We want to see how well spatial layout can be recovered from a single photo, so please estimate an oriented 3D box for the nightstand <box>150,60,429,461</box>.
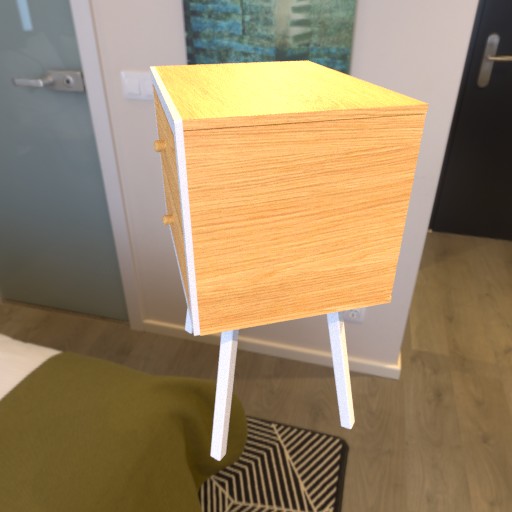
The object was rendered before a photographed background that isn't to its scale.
[{"bbox_3d":[0.000,0.000,0.810,0.316,0.601,0.400,-8,32,-13],"label":"nightstand"}]
